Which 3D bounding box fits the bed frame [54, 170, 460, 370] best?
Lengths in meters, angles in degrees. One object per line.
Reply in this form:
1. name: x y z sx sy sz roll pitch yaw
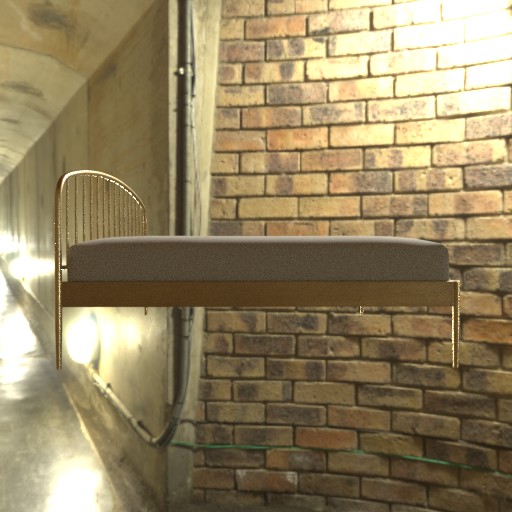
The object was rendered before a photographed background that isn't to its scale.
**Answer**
1. bed frame: 0.000 0.000 3.345 2.152 1.174 2.016 0 1 -1
